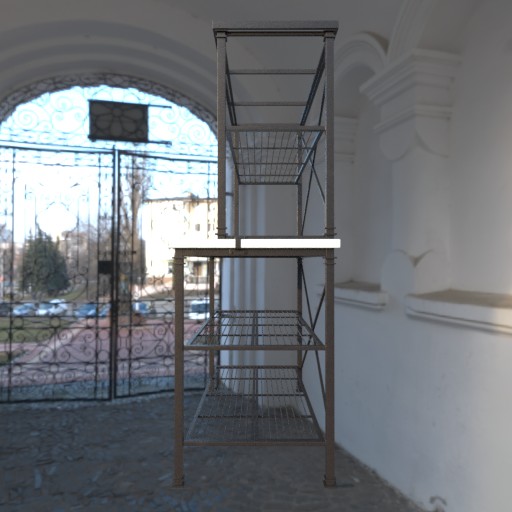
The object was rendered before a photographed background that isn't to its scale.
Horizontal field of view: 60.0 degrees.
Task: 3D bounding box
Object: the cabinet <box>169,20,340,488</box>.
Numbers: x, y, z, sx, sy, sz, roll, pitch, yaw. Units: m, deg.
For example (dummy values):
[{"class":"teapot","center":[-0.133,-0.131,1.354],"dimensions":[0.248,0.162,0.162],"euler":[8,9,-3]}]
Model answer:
[{"class":"cabinet","center":[0.000,0.000,2.158],"dimensions":[0.610,1.659,1.210],"euler":[0,-1,0]}]
